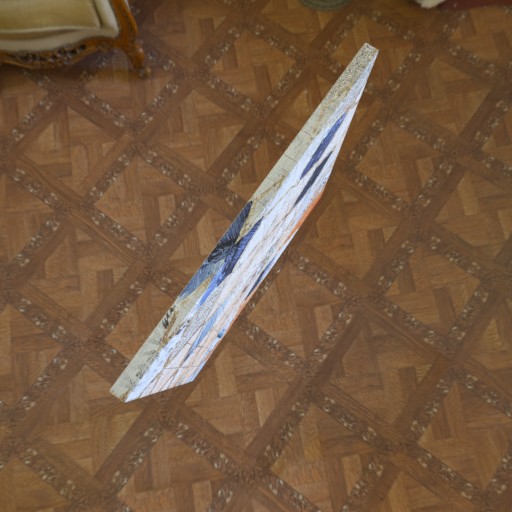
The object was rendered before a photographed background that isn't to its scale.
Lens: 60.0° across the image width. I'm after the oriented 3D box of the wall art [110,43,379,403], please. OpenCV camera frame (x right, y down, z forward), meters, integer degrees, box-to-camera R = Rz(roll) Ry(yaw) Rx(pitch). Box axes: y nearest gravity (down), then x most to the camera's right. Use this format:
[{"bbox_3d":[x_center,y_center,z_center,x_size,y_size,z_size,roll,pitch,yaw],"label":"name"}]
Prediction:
[{"bbox_3d":[0.000,0.000,1.344,0.039,0.914,0.912,34,79,8],"label":"wall art"}]
